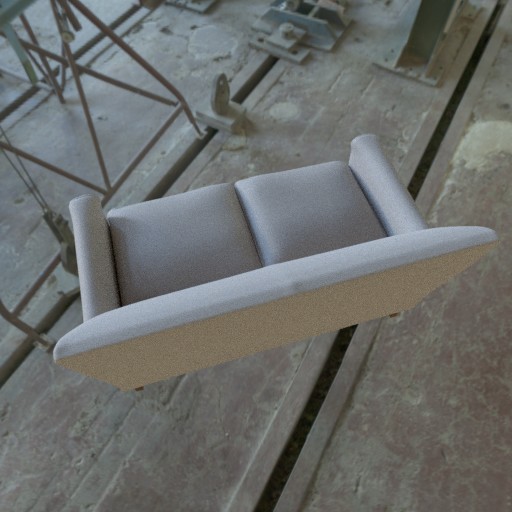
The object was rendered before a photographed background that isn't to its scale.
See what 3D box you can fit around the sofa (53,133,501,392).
[{"bbox_3d":[0.000,0.000,1.977,1.482,0.890,0.888,-14,59,-9],"label":"sofa"}]
